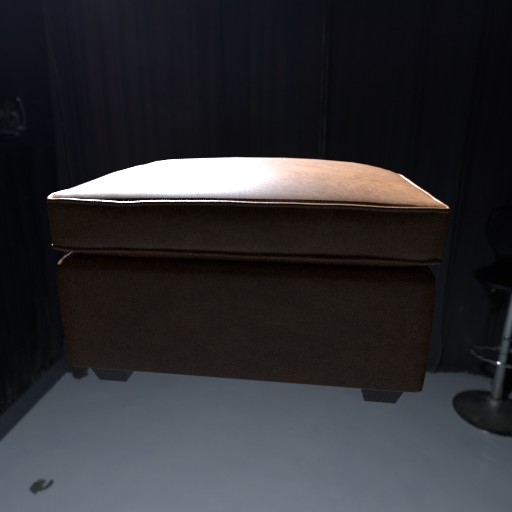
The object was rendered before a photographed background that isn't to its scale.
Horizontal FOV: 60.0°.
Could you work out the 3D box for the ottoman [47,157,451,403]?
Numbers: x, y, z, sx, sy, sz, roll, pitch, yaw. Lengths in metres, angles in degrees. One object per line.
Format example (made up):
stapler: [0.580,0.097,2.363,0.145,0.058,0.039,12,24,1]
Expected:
ottoman: [0.000,0.000,1.093,0.756,0.468,0.554,2,17,8]
